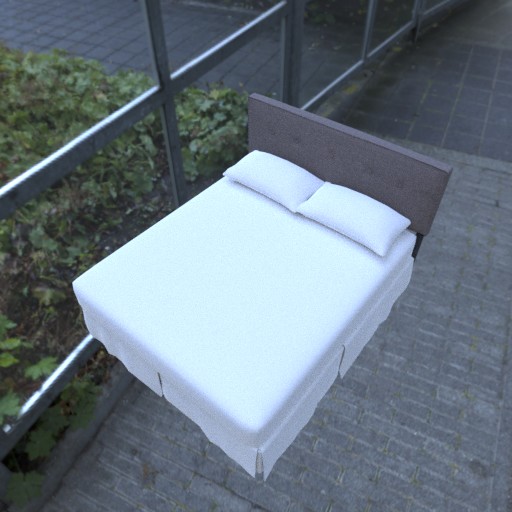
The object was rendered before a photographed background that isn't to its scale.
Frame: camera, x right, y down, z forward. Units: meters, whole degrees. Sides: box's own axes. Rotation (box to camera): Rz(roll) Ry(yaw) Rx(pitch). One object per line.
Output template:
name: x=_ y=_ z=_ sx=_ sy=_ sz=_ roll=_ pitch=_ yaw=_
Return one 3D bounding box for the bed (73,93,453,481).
bed: x=0.000 y=0.000 z=2.906 sx=1.610 sy=1.089 sz=1.894 roll=30 pitch=53 yaw=26
